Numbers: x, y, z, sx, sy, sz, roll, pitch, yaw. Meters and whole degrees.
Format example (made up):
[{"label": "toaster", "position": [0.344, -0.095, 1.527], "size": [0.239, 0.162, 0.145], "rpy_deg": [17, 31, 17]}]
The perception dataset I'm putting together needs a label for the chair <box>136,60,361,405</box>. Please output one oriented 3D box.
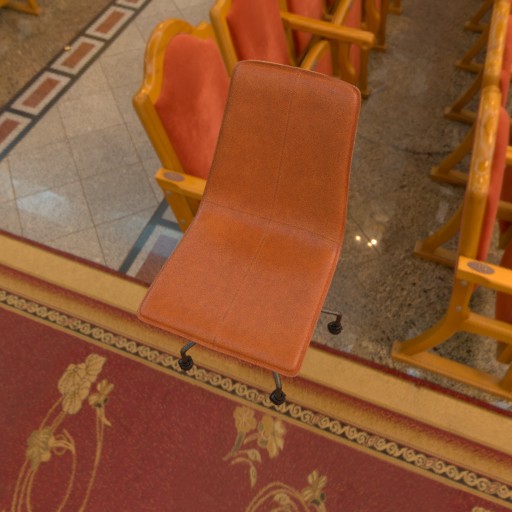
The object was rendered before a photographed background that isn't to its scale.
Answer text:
[{"label": "chair", "position": [0.000, 0.000, 1.364], "size": [0.651, 0.920, 0.660], "rpy_deg": [18, 57, 12]}]
